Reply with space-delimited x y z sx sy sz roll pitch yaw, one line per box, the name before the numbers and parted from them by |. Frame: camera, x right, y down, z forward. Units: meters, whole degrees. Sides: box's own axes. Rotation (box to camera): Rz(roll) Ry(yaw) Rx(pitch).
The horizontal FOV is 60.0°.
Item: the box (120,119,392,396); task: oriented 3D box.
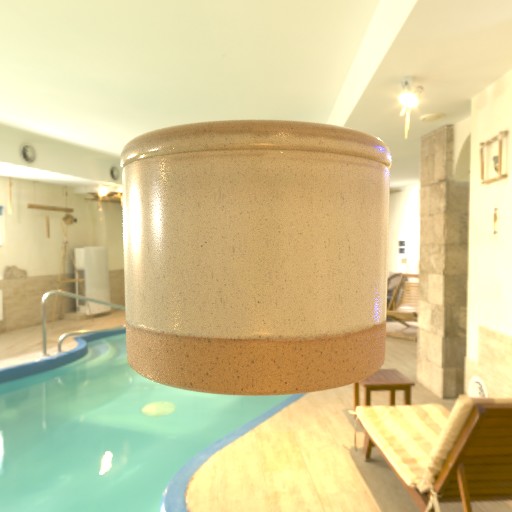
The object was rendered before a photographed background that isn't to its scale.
box | 0.000 0.000 0.265 0.154 0.123 0.154 0 2 0
